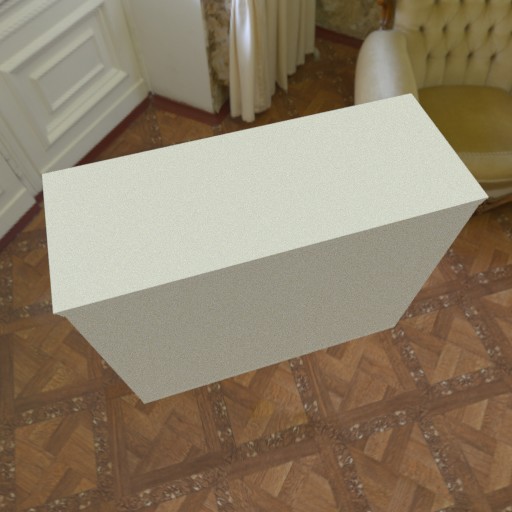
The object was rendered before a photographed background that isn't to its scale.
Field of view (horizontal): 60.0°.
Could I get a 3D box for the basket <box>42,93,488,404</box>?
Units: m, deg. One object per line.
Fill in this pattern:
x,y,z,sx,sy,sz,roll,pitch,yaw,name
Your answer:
0.000,0.000,1.126,0.792,0.625,0.376,-15,60,-9,basket
